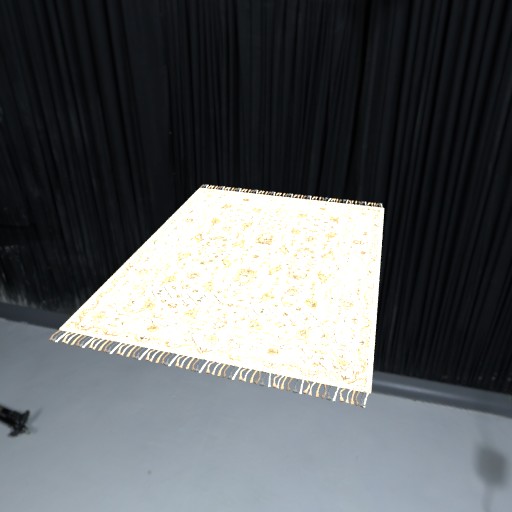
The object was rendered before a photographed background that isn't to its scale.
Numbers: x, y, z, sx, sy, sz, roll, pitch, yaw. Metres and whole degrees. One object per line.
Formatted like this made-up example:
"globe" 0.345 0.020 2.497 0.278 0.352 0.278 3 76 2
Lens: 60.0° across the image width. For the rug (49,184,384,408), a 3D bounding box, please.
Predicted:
"rug" 0.000 0.000 2.359 1.278 0.009 1.726 8 32 13
